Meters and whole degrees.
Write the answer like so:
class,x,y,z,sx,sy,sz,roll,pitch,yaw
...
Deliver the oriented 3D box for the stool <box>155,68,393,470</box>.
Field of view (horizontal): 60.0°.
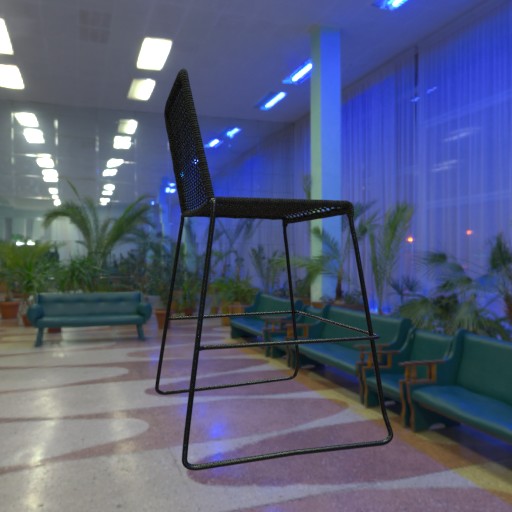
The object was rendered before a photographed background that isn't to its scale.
class,x,y,z,sx,sy,sz,roll,pitch,yaw
stool,0.000,0.000,1.260,0.509,0.905,0.590,0,0,-19
